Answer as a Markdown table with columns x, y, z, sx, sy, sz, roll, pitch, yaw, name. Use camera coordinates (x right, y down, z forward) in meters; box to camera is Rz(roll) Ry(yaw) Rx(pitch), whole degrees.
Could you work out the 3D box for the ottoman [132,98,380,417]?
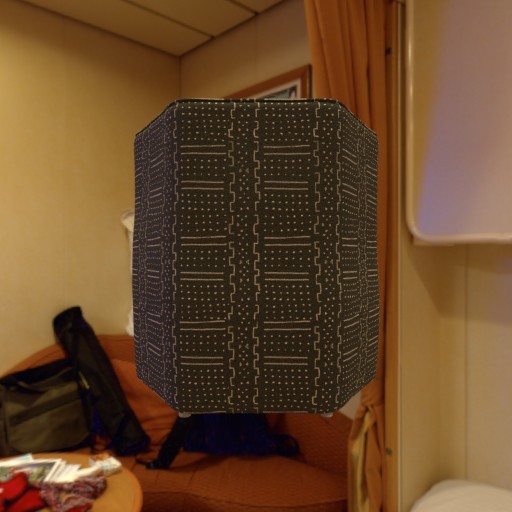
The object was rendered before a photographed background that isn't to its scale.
| x | y | z | sx | sy | sz | roll | pitch | yaw | name |
| --- | --- | --- | --- | --- | --- | --- | --- | --- | --- |
| 0.000 | 0.000 | 0.890 | 0.494 | 0.502 | 0.443 | 0 | 0 | 0 | ottoman |
